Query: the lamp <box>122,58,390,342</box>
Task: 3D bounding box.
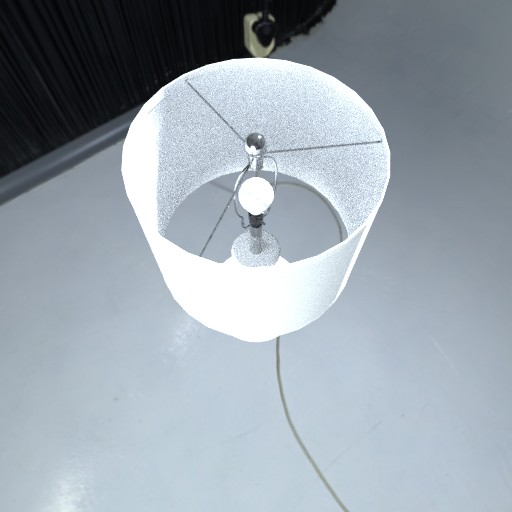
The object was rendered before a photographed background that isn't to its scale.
[{"bbox_3d":[0.000,0.000,0.867,0.357,0.673,0.357,-34,68,-16],"label":"lamp"}]
